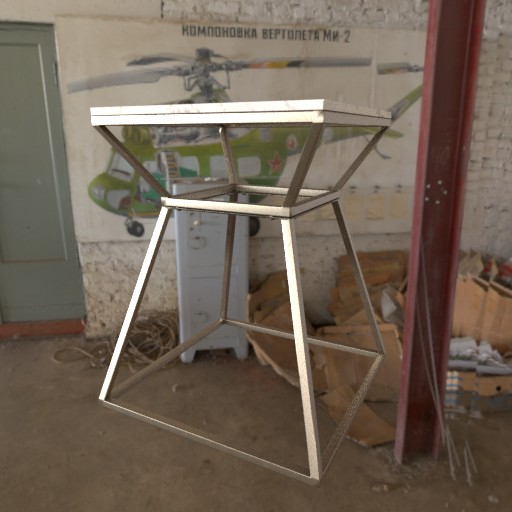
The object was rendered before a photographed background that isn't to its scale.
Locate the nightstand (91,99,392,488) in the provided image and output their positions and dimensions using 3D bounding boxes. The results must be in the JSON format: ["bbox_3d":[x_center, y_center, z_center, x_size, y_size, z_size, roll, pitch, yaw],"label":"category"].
[{"bbox_3d":[0.000,0.000,0.885,0.455,0.554,0.455,8,17,27],"label":"nightstand"}]
